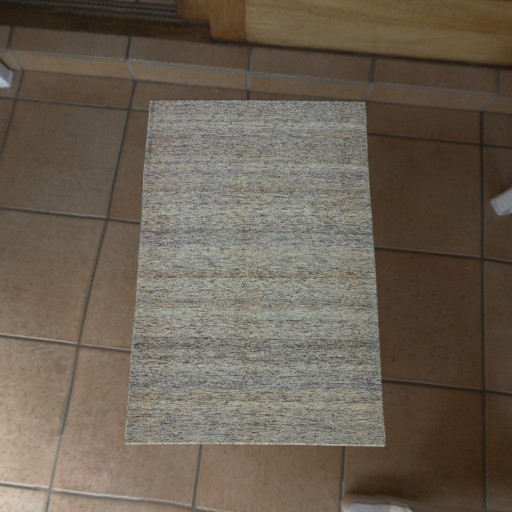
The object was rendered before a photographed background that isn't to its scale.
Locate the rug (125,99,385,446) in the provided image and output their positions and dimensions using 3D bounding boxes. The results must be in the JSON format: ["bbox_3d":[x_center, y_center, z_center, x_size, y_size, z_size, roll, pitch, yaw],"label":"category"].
[{"bbox_3d":[0.000,0.000,2.322,1.243,0.014,1.846,0,76,0],"label":"rug"}]
